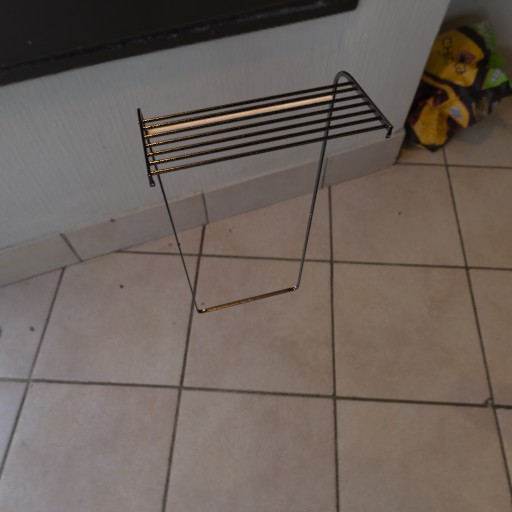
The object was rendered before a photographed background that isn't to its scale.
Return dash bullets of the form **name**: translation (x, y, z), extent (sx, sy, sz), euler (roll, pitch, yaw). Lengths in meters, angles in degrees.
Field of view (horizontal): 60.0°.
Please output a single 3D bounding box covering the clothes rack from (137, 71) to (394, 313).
- **clothes rack**: translation (0.000, 0.000, 1.810), extent (0.609, 1.574, 0.349), euler (-13, 61, -8)
